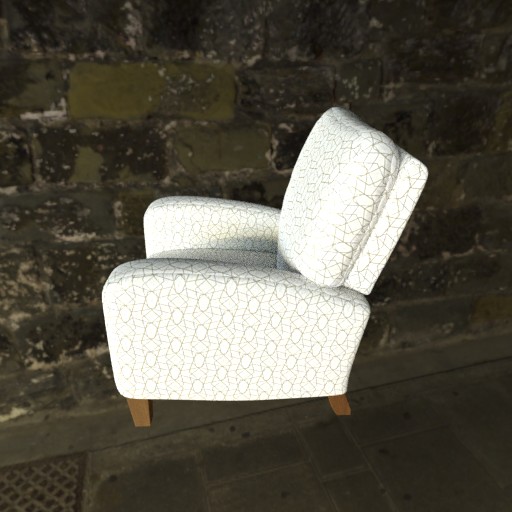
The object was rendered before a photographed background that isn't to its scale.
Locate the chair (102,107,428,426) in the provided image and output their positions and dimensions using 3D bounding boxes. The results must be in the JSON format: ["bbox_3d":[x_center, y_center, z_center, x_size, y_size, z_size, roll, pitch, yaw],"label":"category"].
[{"bbox_3d":[0.000,0.000,1.749,0.995,1.064,0.796,-1,26,-1],"label":"chair"}]
